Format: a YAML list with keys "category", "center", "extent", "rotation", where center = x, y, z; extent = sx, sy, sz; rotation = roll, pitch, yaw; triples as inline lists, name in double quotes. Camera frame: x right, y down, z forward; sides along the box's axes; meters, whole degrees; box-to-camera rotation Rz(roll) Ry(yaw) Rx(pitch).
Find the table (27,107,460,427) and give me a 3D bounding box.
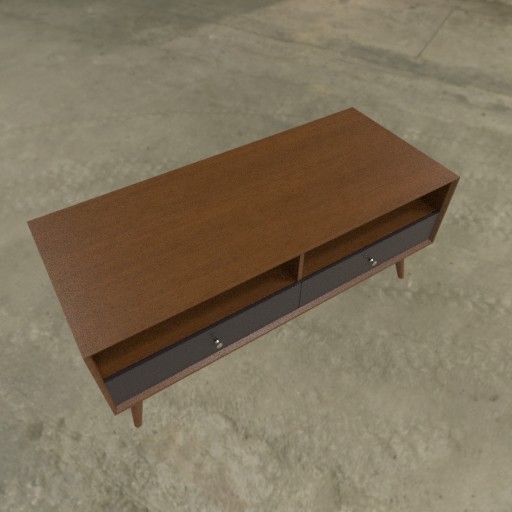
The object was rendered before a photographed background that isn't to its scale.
- category: "table"
  center: [0.000, 0.000, 1.399]
  extent: [1.119, 0.464, 0.490]
  rotation: [-25, 52, -21]
